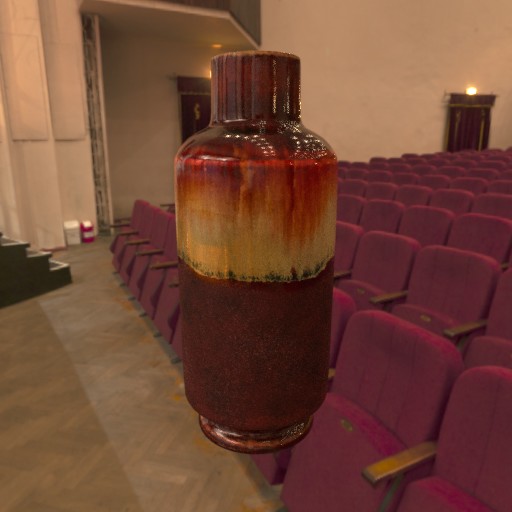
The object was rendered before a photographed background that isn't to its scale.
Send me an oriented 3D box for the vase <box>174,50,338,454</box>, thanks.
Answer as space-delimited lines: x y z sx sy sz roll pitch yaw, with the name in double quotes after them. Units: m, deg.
0.000 0.000 0.317 0.111 0.261 0.111 0 15 0 "vase"
